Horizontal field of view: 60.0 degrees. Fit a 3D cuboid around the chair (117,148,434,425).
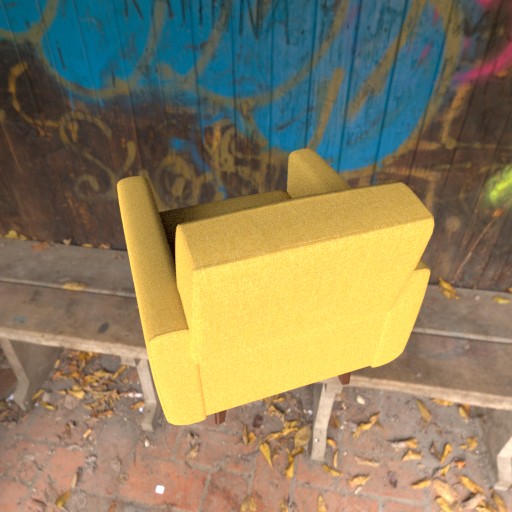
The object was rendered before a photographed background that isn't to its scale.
[{"bbox_3d":[0.000,0.000,1.531,0.831,0.841,0.909,-12,42,-14],"label":"chair"}]
